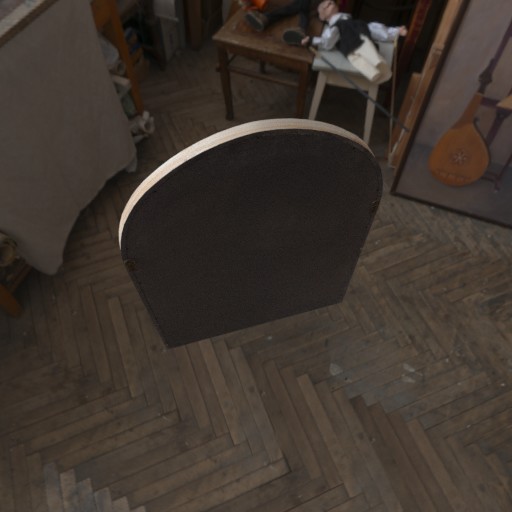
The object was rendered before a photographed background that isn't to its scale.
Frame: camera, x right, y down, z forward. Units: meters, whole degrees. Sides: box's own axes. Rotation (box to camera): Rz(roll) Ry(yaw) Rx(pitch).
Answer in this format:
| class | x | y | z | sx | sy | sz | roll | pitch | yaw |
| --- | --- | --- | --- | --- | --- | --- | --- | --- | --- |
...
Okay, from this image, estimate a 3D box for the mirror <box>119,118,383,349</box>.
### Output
| class | x | y | z | sx | sy | sz | roll | pitch | yaw |
| --- | --- | --- | --- | --- | --- | --- | --- | --- | --- |
| mirror | 0.000 | 0.000 | 1.219 | 0.660 | 0.920 | 0.032 | -14 | 60 | -8 |
